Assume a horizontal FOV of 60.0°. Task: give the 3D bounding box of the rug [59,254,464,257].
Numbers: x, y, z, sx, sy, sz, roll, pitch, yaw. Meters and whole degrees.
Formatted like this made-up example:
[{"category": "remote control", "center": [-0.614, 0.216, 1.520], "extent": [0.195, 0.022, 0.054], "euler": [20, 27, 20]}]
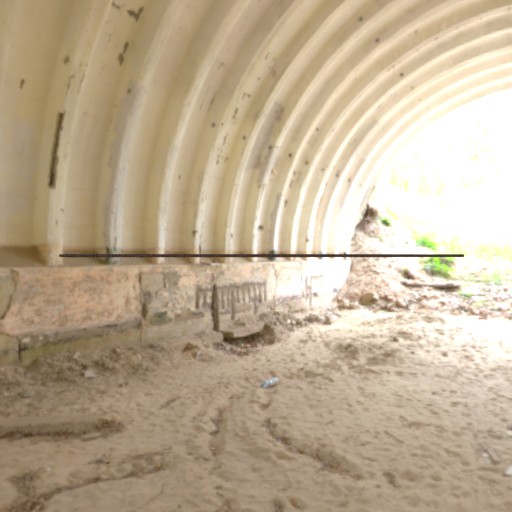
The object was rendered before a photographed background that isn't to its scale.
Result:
[{"category": "rug", "center": [0.000, 0.000, 4.136], "extent": [2.411, 0.020, 3.032], "euler": [0, 0, -2]}]
